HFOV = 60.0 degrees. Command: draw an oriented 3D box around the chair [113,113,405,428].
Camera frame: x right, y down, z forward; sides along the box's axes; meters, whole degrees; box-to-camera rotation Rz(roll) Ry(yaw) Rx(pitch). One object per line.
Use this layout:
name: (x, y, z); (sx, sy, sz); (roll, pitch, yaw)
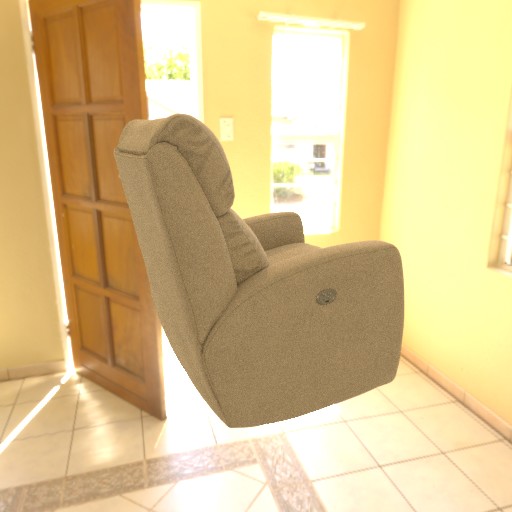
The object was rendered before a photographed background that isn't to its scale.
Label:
chair: (0.000, 0.000, 1.718); (0.940, 1.021, 0.794); (-7, 17, -25)
